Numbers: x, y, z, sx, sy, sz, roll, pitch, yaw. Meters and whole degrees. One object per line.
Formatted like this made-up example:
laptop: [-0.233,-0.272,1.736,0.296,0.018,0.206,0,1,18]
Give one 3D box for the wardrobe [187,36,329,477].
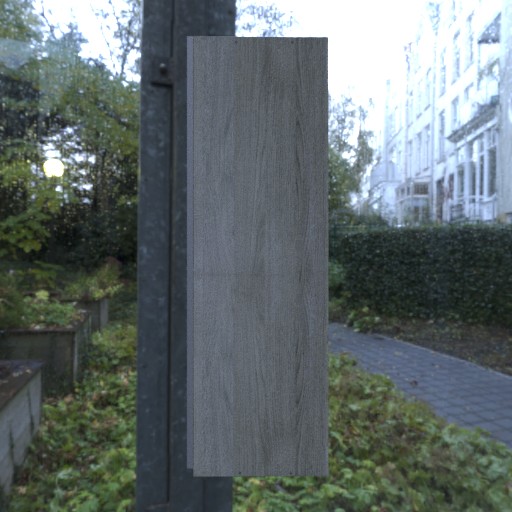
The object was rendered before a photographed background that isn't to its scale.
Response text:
wardrobe: [0.000,0.000,2.859,0.629,1.960,1.780,0,0,-1]
